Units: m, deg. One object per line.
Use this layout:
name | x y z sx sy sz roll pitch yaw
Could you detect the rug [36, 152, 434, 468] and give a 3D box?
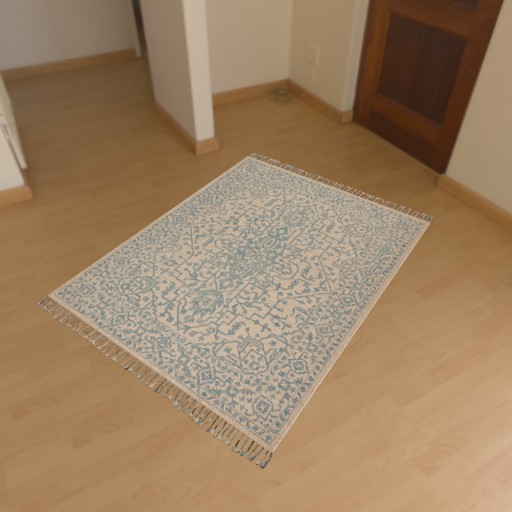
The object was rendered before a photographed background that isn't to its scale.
rug | 0.000 0.000 4.385 2.464 0.010 3.327 26 48 25
